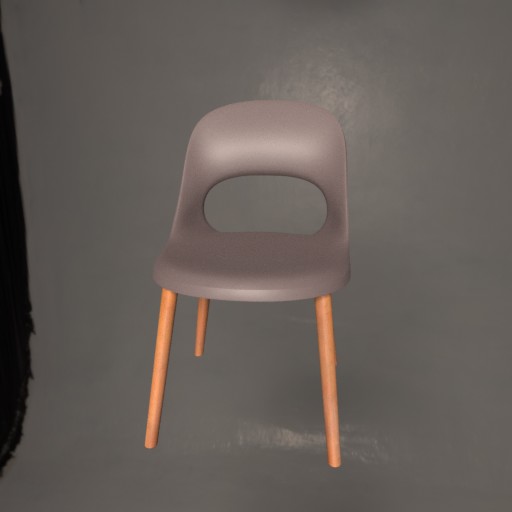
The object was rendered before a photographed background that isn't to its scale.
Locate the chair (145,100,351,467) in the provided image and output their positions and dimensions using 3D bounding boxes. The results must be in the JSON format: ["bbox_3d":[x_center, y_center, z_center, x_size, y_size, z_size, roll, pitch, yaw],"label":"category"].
[{"bbox_3d":[0.000,0.000,1.136,0.470,0.794,0.556,2,15,8],"label":"chair"}]
